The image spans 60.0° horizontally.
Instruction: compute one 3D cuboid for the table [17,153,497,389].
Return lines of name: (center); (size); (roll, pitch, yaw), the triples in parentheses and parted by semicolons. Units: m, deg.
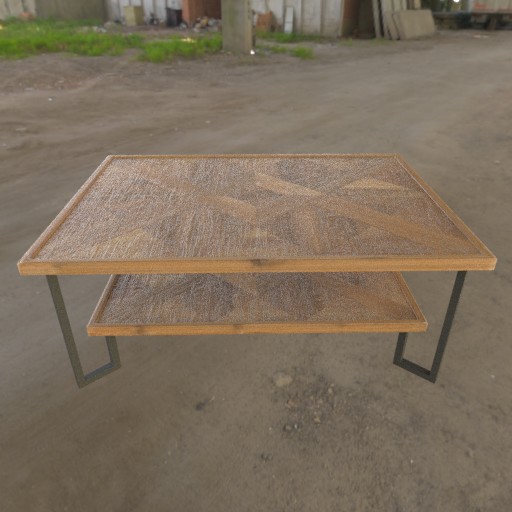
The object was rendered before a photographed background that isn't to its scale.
table: (0.000, 0.000, 1.639); (1.238, 0.492, 0.877); (-1, 31, -1)
